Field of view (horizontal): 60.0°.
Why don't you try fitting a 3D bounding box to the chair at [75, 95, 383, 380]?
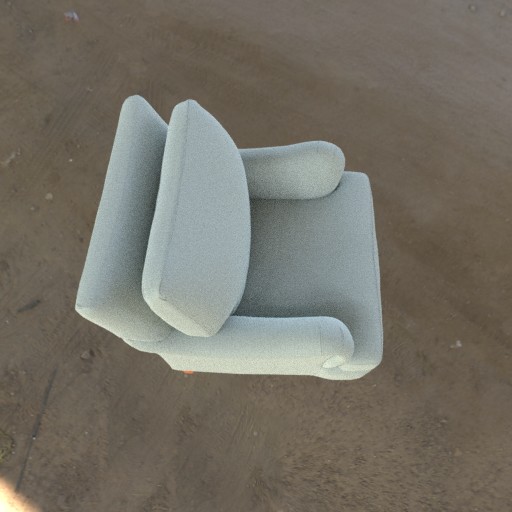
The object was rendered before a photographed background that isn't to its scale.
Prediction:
[{"bbox_3d":[0.000,0.000,1.923,1.070,1.038,0.955,3,64,1],"label":"chair"}]
